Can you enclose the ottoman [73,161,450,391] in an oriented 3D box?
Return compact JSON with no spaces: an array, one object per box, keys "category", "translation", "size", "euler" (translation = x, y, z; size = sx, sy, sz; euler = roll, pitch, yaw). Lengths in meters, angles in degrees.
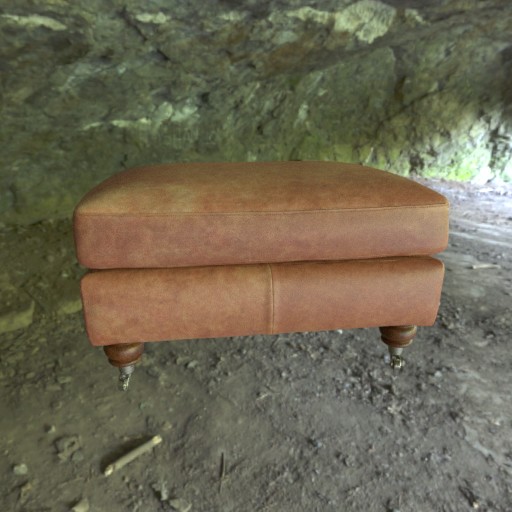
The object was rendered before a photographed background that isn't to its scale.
[{"category":"ottoman","translation":[0.000,0.000,1.238],"size":[0.852,0.507,0.565],"euler":[-2,18,-7]}]
